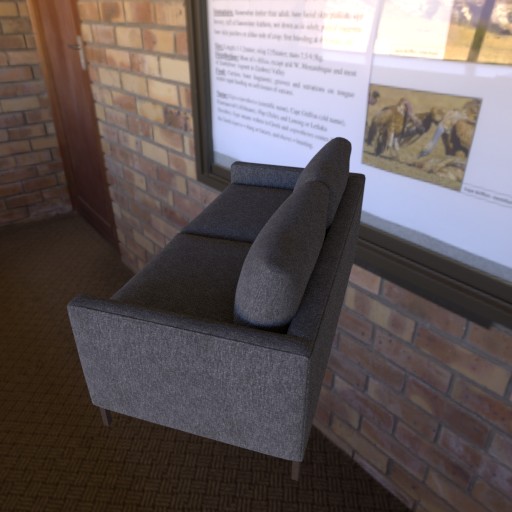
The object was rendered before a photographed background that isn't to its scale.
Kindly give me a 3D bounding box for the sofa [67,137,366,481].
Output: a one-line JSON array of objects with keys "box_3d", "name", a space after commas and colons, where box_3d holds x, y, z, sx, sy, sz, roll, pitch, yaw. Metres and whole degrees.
[{"box_3d": [0.000, 0.000, 2.188, 0.866, 0.862, 1.716, 9, 31, 15], "name": "sofa"}]
